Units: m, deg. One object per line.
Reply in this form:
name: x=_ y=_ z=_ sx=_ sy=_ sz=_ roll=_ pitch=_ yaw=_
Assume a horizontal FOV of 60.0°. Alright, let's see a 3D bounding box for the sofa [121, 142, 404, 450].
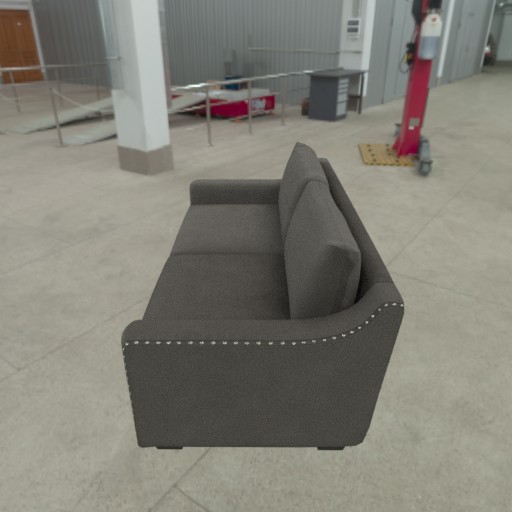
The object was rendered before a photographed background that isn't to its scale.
sofa: x=0.000 y=0.000 z=3.252 sx=1.336 sy=1.196 sz=2.550 roll=0 pitch=27 yaw=0
